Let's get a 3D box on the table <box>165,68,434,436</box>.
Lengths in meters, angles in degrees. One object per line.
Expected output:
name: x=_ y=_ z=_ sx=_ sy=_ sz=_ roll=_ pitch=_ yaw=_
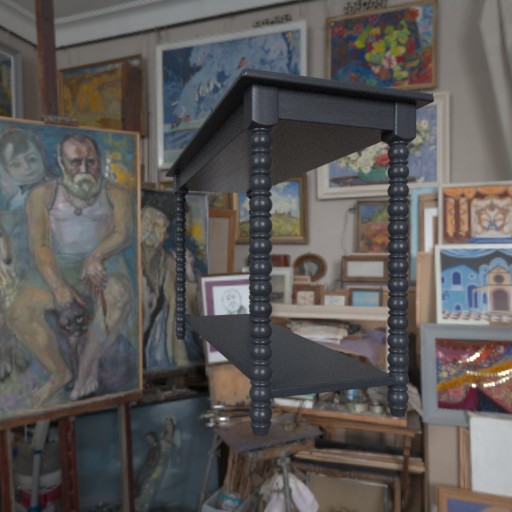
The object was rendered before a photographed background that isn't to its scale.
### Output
table: x=0.000 y=0.000 z=1.483 sx=0.459 sy=0.735 sz=1.184 roll=0 pitch=0 yaw=-18
